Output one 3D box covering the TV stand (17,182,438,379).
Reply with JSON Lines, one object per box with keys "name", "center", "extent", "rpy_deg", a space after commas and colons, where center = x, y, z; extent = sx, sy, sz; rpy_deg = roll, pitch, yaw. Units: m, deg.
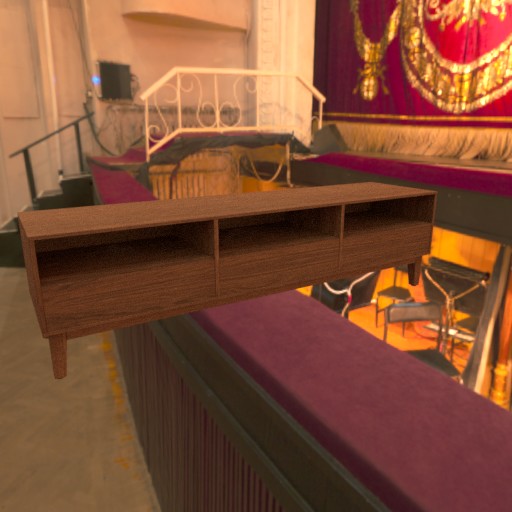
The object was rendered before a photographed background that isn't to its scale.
{"name": "TV stand", "center": [0.000, 0.000, 1.626], "extent": [1.482, 0.409, 0.366], "rpy_deg": [-10, 19, -29]}
